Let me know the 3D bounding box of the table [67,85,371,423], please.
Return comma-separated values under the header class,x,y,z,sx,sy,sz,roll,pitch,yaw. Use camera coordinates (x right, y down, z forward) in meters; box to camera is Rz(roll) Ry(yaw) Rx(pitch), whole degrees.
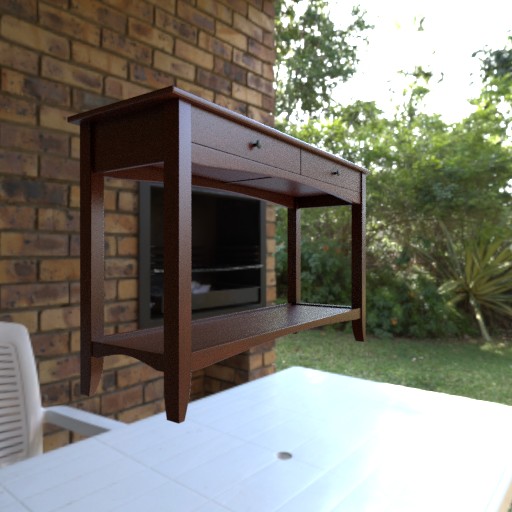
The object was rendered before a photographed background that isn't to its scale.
class,x,y,z,sx,sy,sz,roll,pitch,yaw
table,0.000,0.000,1.548,0.392,0.739,1.188,0,0,35
